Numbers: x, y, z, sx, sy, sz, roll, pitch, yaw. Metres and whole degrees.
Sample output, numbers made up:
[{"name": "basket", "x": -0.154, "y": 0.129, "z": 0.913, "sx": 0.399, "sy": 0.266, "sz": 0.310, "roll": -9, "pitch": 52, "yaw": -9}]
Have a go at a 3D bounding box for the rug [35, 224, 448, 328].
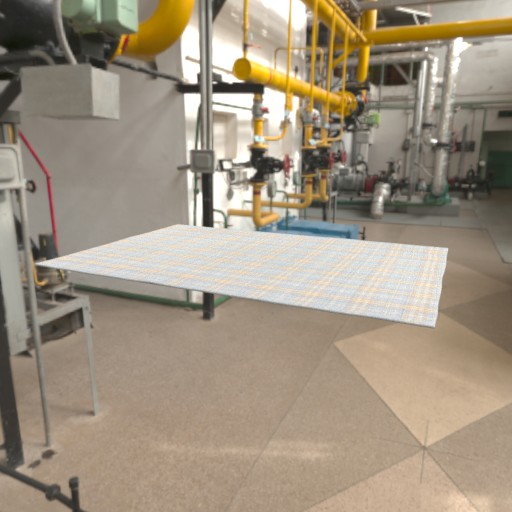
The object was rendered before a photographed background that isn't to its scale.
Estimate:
[{"name": "rug", "x": 0.000, "y": 0.000, "z": 2.336, "sx": 1.835, "sy": 0.012, "sz": 1.231, "roll": 6, "pitch": 16, "yaw": 24}]
